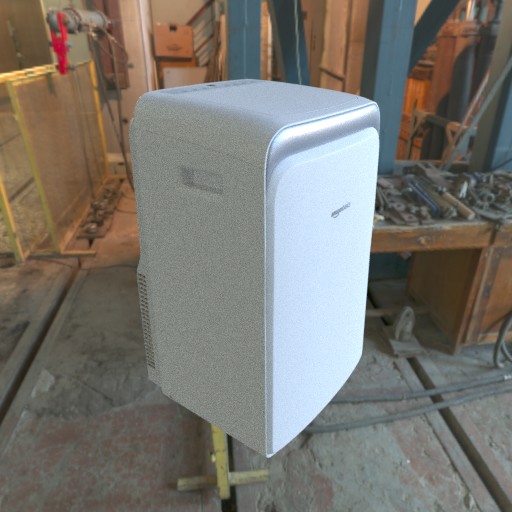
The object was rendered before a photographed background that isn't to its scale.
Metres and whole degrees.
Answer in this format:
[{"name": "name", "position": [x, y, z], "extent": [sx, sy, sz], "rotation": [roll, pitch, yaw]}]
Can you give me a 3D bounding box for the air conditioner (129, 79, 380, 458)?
[{"name": "air conditioner", "position": [0.000, 0.000, 1.081], "extent": [0.467, 0.765, 0.478], "rotation": [20, 33, 34]}]
